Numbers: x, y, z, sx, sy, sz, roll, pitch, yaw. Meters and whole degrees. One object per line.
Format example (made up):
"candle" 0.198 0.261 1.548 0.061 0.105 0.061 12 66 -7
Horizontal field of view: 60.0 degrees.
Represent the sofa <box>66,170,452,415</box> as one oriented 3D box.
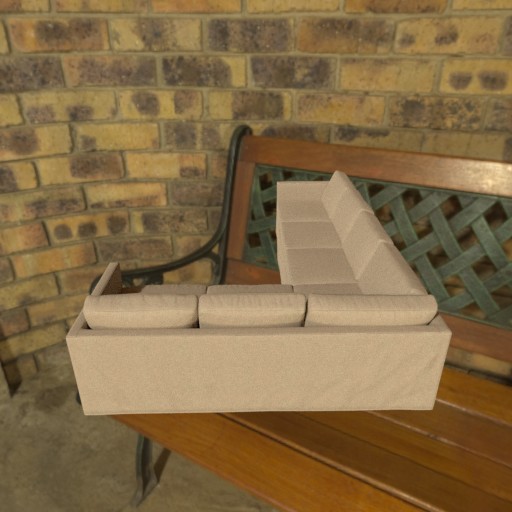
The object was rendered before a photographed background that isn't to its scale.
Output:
"sofa" 0.000 0.000 4.271 2.432 0.871 3.182 0 27 -1
